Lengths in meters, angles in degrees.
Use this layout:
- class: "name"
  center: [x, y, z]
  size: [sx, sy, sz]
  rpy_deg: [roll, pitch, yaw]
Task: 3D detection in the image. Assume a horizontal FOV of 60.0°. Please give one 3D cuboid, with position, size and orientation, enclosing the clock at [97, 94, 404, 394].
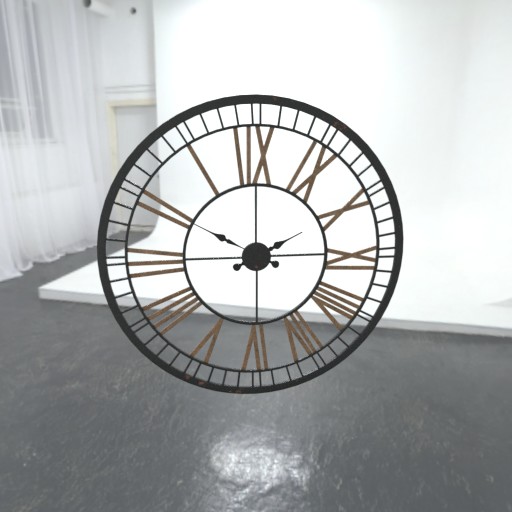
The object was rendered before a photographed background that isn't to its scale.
- class: "clock"
  center: [0.000, 0.000, 1.227]
  size: [0.843, 0.843, 0.025]
  rpy_deg: [-2, 15, -7]
